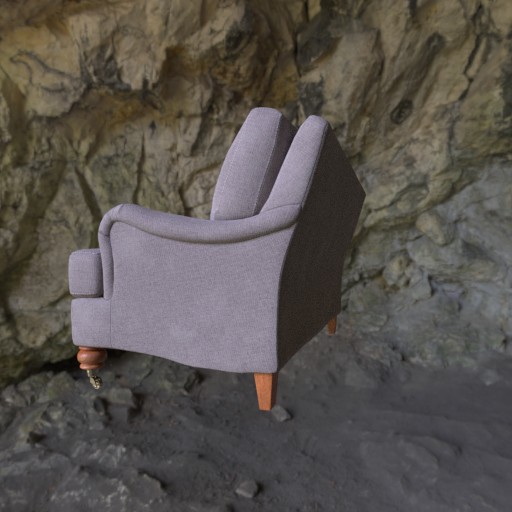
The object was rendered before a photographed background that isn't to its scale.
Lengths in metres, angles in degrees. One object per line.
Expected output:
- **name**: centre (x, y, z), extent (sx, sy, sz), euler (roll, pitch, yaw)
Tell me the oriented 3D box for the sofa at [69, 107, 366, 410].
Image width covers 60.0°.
- **sofa**: centre (0.000, 0.000, 2.485), extent (1.084, 1.101, 1.853), euler (0, 0, 18)
